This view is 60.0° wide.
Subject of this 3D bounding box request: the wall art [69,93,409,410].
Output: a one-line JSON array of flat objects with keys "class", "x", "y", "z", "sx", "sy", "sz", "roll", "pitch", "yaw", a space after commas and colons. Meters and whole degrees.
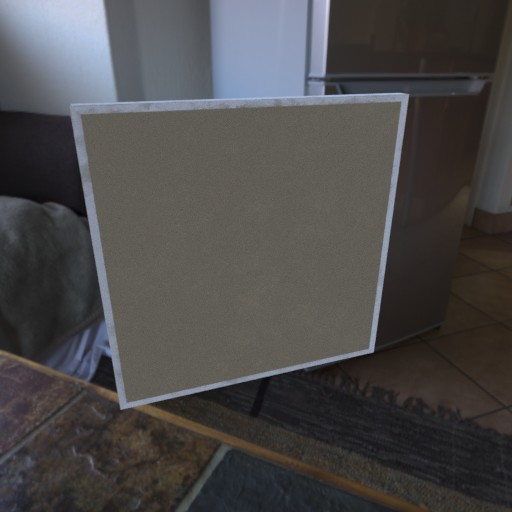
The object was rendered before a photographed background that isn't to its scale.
[{"class": "wall art", "x": 0.000, "y": 0.000, "z": 1.126, "sx": 0.760, "sy": 0.757, "sz": 0.038, "roll": -8, "pitch": 26, "yaw": -17}]
